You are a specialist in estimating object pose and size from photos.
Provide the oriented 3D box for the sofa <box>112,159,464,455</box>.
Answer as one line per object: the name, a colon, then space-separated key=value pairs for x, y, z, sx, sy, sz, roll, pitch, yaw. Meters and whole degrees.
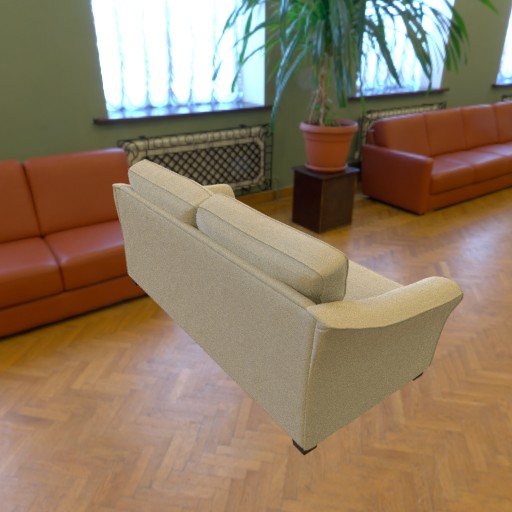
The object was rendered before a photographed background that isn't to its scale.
sofa: x=0.000 y=0.000 z=2.774 sx=0.980 sy=0.965 sz=2.270 roll=-17 pitch=31 yaw=-32
